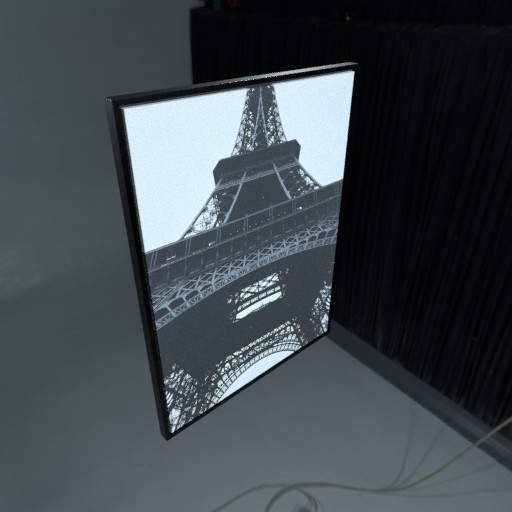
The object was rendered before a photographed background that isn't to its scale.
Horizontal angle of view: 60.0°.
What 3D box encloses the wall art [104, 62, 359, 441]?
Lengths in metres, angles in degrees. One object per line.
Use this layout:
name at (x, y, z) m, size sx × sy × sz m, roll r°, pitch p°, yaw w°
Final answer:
wall art at (0.000, 0.000, 1.403) m, size 0.805 × 1.062 × 0.040 m, roll -24°, pitch 38°, yaw -35°
